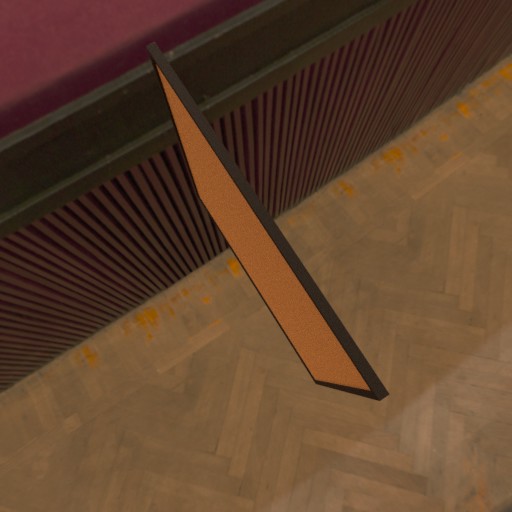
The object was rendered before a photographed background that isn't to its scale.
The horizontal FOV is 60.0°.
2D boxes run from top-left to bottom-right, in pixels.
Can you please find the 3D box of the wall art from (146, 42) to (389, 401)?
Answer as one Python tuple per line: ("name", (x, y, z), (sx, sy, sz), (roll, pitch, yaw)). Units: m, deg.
("wall art", (0.000, 0.000, 0.684), (0.013, 0.457, 0.458), (-31, 78, -7))
